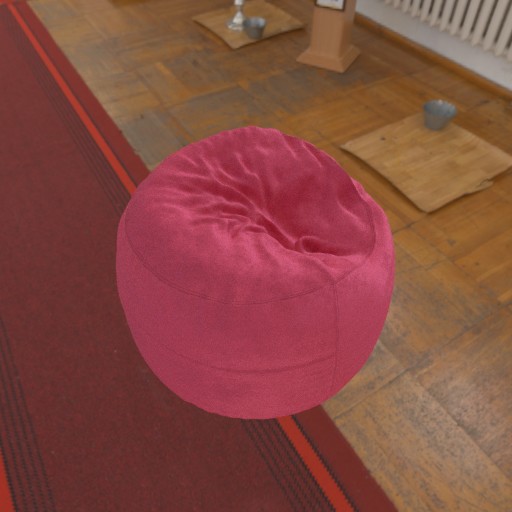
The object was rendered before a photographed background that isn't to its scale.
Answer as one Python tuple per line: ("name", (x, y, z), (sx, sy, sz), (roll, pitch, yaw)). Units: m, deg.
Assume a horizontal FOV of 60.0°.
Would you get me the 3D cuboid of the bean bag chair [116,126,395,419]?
("bean bag chair", (0.000, 0.000, 1.967), (1.218, 0.788, 1.218), (0, 47, 0))
